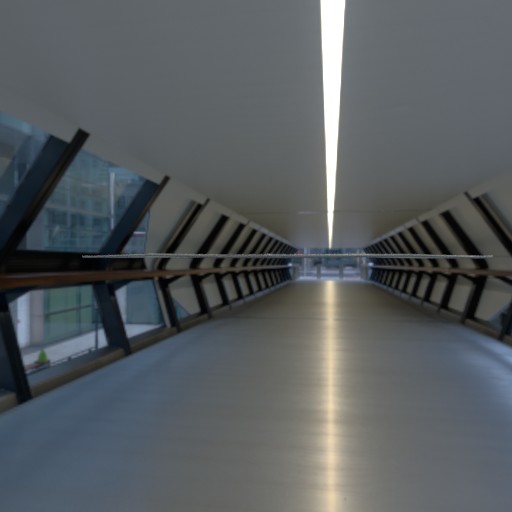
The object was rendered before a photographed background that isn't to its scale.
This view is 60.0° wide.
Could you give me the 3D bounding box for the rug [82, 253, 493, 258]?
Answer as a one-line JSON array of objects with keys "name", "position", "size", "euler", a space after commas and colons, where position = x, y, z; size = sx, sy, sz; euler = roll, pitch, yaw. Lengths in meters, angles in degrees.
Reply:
[{"name": "rug", "position": [0.000, 0.000, 2.946], "size": [1.616, 0.030, 2.338], "euler": [0, 0, -36]}]
